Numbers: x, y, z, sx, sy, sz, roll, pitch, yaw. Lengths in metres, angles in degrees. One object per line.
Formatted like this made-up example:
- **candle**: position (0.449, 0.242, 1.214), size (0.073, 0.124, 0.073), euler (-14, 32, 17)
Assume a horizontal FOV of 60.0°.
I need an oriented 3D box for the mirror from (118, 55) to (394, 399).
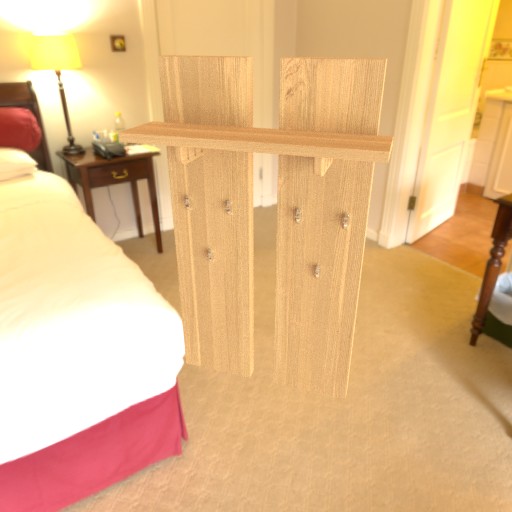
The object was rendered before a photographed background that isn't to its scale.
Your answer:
- **mirror**: position (0.000, 0.000, 1.535), size (0.800, 1.250, 0.260), euler (8, 28, 16)
